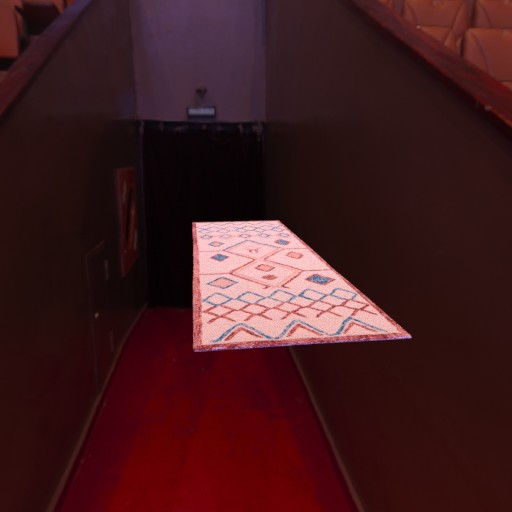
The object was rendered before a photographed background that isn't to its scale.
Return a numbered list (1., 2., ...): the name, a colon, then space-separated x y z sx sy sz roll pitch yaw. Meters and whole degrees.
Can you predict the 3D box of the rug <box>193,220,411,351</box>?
1. rug: 0.000 0.000 2.652 0.750 0.011 2.435 -2 14 -8
